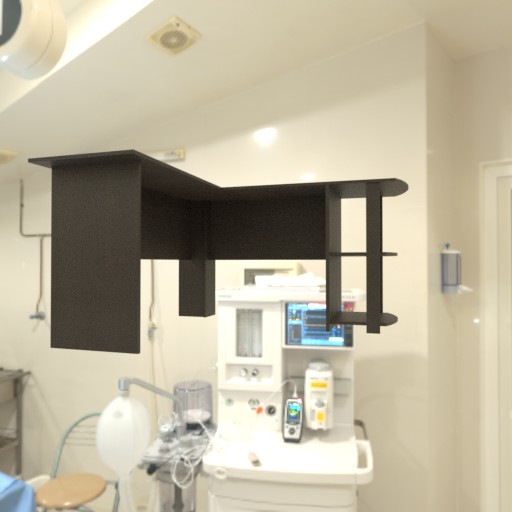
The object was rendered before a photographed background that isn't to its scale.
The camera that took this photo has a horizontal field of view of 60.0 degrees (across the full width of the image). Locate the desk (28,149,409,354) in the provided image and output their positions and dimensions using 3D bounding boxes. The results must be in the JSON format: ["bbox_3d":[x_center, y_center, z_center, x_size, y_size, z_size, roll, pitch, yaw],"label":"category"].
[{"bbox_3d":[0.000,0.000,2.054,1.361,0.716,1.303,0,-1,17],"label":"desk"}]
